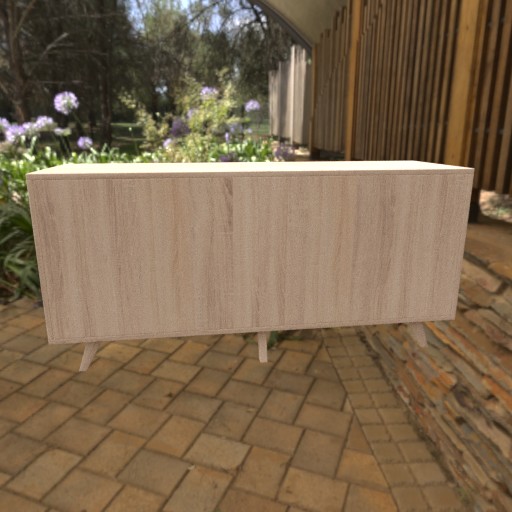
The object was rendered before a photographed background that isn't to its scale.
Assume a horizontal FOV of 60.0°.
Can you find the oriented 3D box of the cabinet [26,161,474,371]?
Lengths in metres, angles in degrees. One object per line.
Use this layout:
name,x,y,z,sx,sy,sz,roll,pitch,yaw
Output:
cabinet,0.000,0.000,1.957,1.650,0.780,0.500,-2,16,-8
